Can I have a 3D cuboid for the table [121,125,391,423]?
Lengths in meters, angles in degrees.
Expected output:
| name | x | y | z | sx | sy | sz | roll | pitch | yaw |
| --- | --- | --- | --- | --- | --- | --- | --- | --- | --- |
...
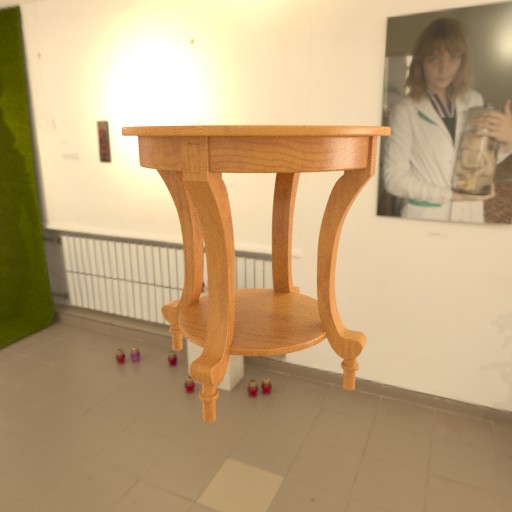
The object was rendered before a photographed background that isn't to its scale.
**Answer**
| name | x | y | z | sx | sy | sz | roll | pitch | yaw |
| --- | --- | --- | --- | --- | --- | --- | --- | --- | --- |
| table | 0.000 | 0.000 | 1.102 | 0.597 | 0.612 | 0.597 | 0 | 15 | 0 |
